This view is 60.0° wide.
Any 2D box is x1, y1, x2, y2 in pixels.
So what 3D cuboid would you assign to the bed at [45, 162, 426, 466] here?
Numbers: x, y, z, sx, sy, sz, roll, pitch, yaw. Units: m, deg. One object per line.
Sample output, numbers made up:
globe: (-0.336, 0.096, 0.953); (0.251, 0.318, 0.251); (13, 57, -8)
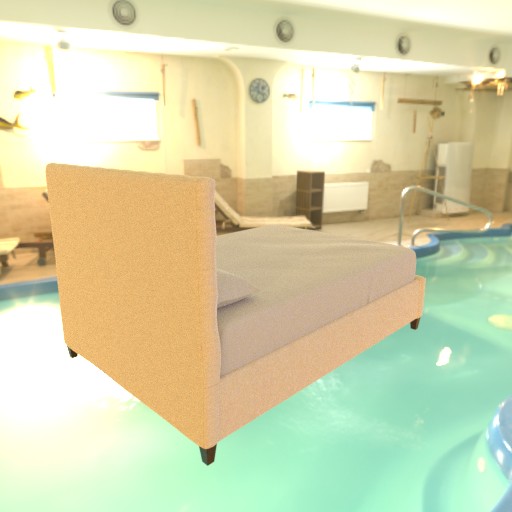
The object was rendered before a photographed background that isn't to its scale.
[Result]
bed: (0.000, 0.000, 3.390); (1.698, 1.427, 2.387); (14, 21, 43)
